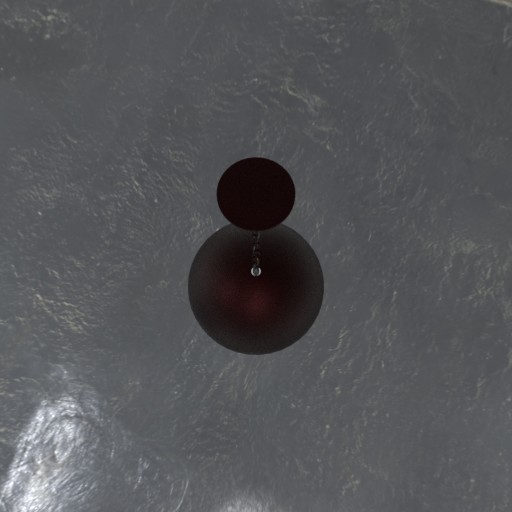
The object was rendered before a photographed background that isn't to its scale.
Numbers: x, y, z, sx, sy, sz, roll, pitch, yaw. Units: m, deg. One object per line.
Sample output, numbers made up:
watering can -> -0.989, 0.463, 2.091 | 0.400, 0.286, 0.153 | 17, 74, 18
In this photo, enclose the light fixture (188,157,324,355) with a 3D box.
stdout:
light fixture -> 0.000, 0.000, 1.196 | 0.492, 0.869, 0.492 | -2, 75, -1
